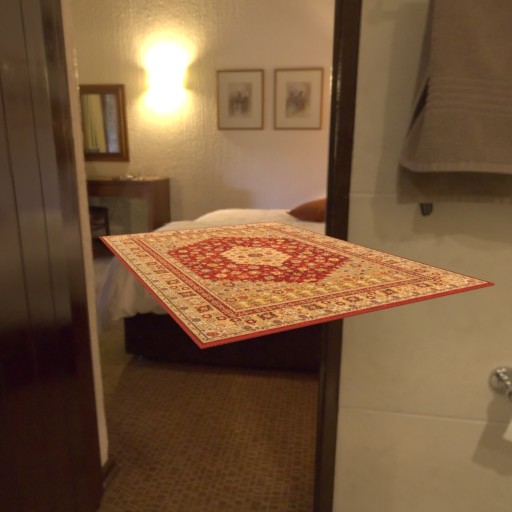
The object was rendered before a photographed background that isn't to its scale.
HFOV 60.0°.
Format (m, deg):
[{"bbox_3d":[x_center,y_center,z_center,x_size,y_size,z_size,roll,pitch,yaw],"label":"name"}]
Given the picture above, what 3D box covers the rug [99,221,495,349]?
[{"bbox_3d":[0.000,0.000,2.853,1.593,0.013,2.211,-7,15,-27],"label":"rug"}]
